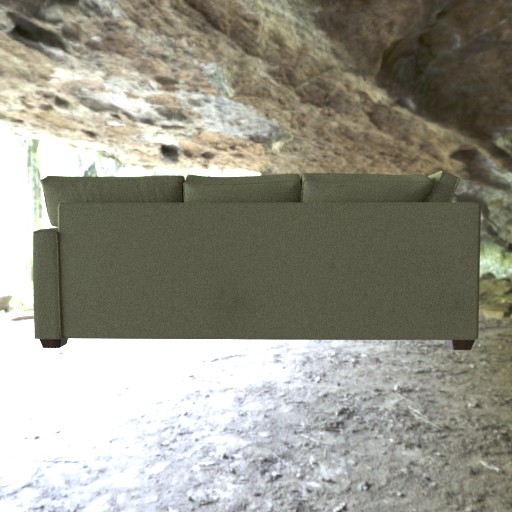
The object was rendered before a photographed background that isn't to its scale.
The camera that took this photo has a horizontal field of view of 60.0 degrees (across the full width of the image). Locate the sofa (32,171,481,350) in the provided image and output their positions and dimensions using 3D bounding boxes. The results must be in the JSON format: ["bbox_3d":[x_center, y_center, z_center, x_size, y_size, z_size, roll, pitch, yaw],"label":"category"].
[{"bbox_3d":[0.000,0.000,2.789,2.323,0.948,1.053,0,2,1],"label":"sofa"}]
